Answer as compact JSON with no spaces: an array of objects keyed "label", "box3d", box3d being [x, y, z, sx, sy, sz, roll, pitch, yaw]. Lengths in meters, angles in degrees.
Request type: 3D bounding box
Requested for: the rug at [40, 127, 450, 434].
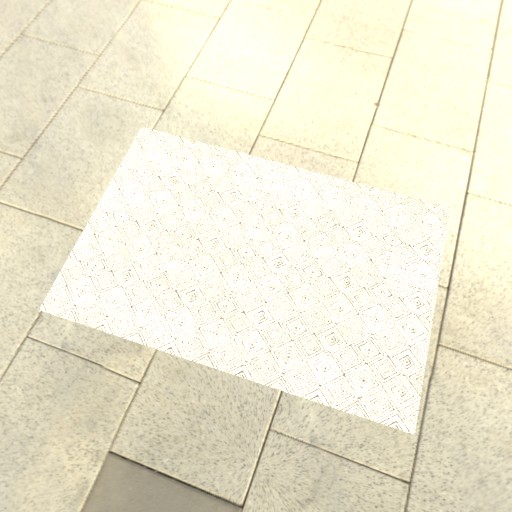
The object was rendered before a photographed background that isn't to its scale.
[{"label":"rug","box3d":[0.000,0.000,2.227,1.783,0.008,1.175,16,66,8]}]
